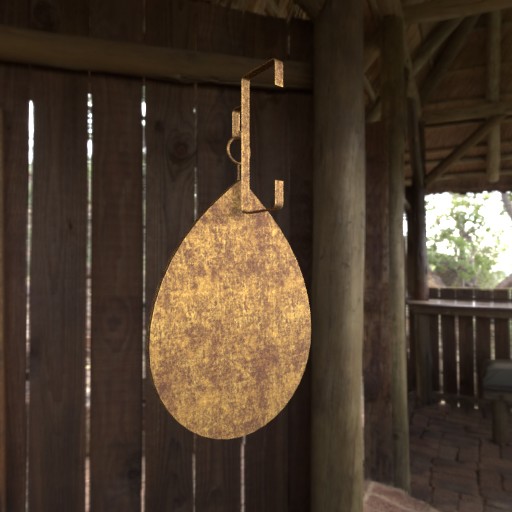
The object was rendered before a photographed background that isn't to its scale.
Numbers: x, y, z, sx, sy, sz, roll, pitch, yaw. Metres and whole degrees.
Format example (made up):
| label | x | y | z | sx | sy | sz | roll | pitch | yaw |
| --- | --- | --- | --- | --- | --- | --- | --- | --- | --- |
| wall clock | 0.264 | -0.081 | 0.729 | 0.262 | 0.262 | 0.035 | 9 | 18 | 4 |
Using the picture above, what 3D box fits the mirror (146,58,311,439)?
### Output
| label | x | y | z | sx | sy | sz | roll | pitch | yaw |
| --- | --- | --- | --- | --- | --- | --- | --- | --- | --- |
| mirror | 0.000 | 0.000 | 0.885 | 0.405 | 0.744 | 0.144 | 1 | -2 | -37 |
